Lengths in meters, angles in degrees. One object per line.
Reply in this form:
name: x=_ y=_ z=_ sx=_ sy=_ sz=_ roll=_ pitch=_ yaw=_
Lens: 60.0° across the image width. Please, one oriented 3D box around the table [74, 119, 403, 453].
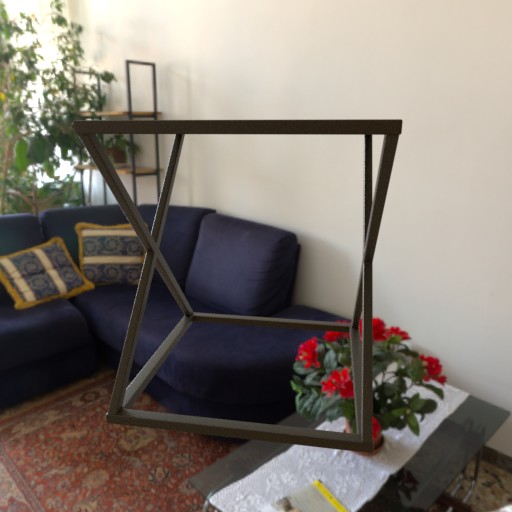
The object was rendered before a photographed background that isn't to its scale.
table: x=0.000 y=0.000 z=0.974 sx=0.500 sy=0.565 sz=0.500 roll=3 pitch=16 yaw=9
